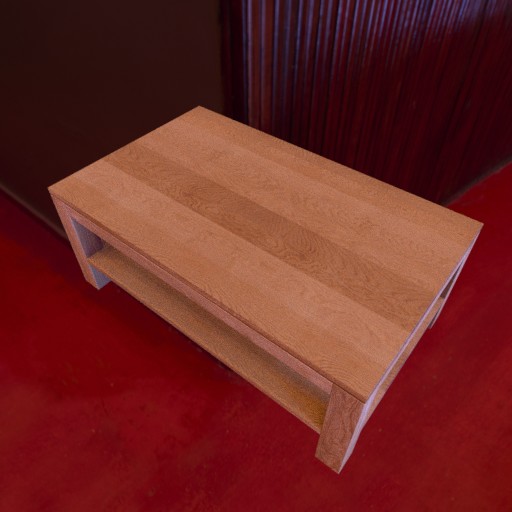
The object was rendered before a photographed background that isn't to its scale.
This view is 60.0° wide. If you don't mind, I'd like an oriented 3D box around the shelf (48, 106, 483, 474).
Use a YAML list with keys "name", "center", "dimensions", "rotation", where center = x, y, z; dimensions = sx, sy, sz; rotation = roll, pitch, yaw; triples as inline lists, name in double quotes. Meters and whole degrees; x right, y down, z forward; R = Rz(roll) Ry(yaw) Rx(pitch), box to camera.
- name: "shelf"
  center: [0.000, 0.000, 1.520]
  dimensions: [1.150, 0.450, 0.700]
  rotation: [30, 53, 26]
